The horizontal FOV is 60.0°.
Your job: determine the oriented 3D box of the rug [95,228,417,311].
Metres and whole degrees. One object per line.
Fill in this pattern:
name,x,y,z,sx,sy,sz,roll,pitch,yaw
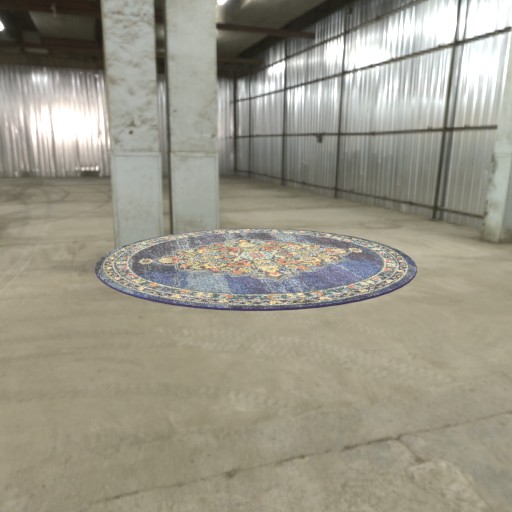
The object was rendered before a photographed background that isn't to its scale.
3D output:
rug,0.000,0.000,3.478,2.386,0.014,2.386,0,14,0
